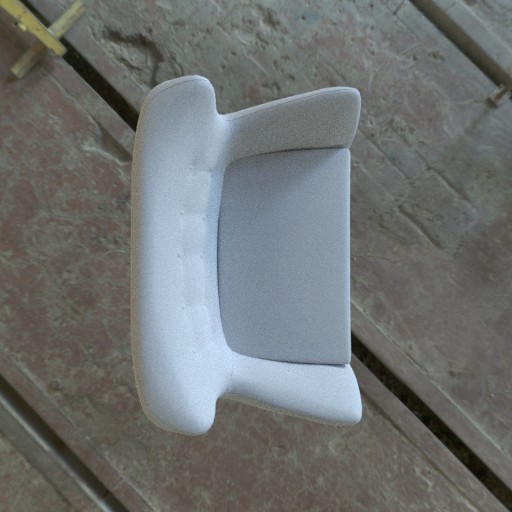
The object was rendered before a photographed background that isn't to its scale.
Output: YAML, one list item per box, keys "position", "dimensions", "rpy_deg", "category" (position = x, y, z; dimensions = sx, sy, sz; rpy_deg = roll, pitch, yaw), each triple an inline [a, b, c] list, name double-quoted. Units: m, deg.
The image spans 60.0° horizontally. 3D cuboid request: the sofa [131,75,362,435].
- position: [0.000, 0.000, 2.028]
  dimensions: [0.921, 0.878, 1.424]
  rpy_deg: [0, 89, 2]
  category: "sofa"
